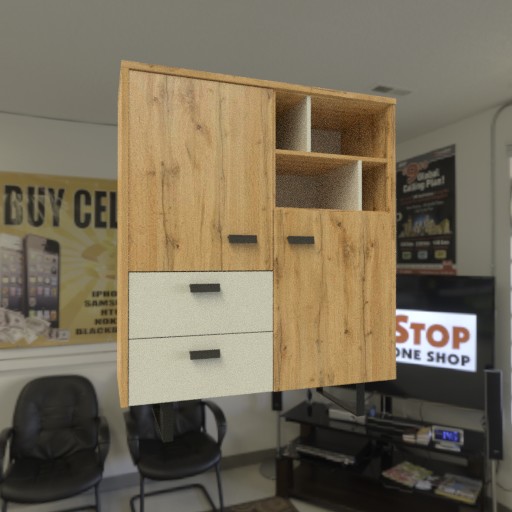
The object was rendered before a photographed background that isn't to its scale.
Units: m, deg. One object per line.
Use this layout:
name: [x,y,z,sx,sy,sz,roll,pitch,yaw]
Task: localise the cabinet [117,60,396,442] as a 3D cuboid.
cabinet: [0.000,0.000,1.976,1.168,1.397,0.473,0,-1,-19]
